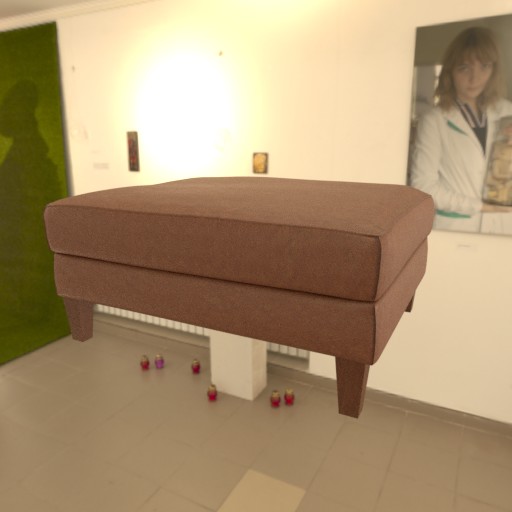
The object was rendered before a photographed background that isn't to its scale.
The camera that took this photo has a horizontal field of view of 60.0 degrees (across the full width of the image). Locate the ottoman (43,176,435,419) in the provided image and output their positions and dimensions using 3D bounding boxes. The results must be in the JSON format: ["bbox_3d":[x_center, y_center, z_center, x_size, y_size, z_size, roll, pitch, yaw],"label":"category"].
[{"bbox_3d":[0.000,0.000,1.443,0.987,0.472,0.836,7,16,27],"label":"ottoman"}]
